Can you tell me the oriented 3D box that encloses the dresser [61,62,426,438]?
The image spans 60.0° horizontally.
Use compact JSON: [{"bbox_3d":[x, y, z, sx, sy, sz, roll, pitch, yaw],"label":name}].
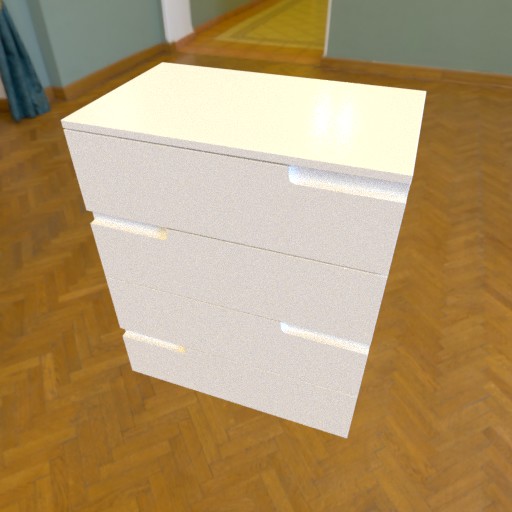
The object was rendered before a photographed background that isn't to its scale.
[{"bbox_3d":[0.000,0.000,1.160,0.650,0.800,0.400,13,41,15],"label":"dresser"}]
